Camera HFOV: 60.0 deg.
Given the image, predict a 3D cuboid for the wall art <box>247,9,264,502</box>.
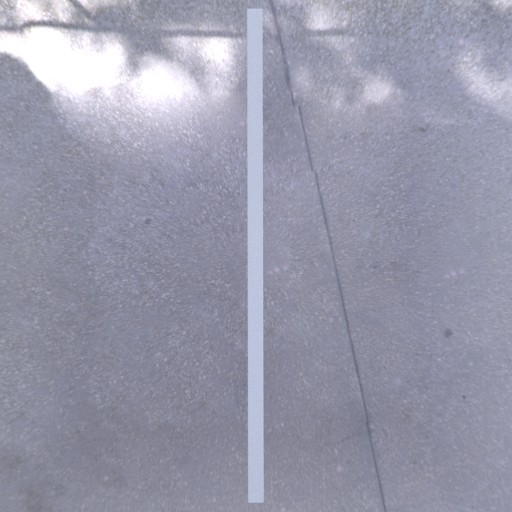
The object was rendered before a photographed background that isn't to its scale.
[{"bbox_3d":[0.000,0.000,1.409,0.038,0.767,1.144,0,89,0],"label":"wall art"}]
